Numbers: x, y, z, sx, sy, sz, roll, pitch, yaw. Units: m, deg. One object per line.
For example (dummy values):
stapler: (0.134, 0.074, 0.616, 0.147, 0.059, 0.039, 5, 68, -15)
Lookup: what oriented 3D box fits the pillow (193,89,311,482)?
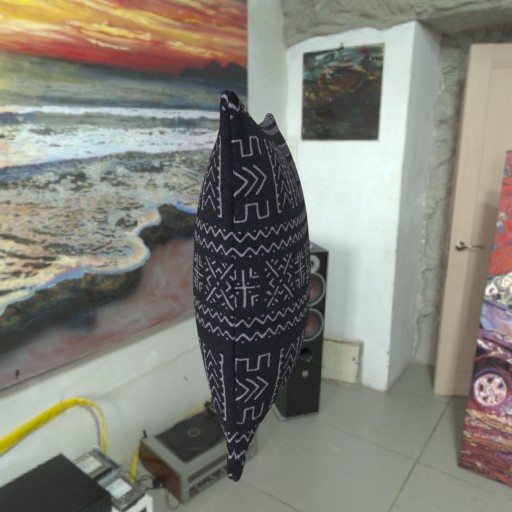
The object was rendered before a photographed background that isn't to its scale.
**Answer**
pillow: (0.000, 0.000, 0.658, 0.164, 0.430, 0.438, 2, 15, 7)
